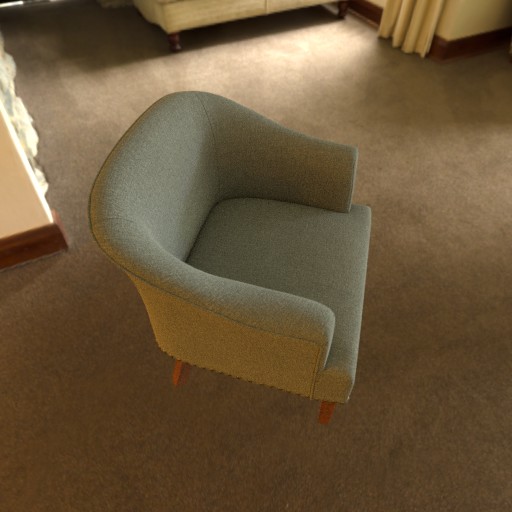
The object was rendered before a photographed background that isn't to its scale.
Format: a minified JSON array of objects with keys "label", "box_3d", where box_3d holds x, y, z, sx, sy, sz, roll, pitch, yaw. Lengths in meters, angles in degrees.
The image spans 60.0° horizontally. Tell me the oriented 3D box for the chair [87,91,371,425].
[{"label":"chair","box_3d":[0.000,0.000,1.412,0.704,0.815,0.798,10,48,9]}]
